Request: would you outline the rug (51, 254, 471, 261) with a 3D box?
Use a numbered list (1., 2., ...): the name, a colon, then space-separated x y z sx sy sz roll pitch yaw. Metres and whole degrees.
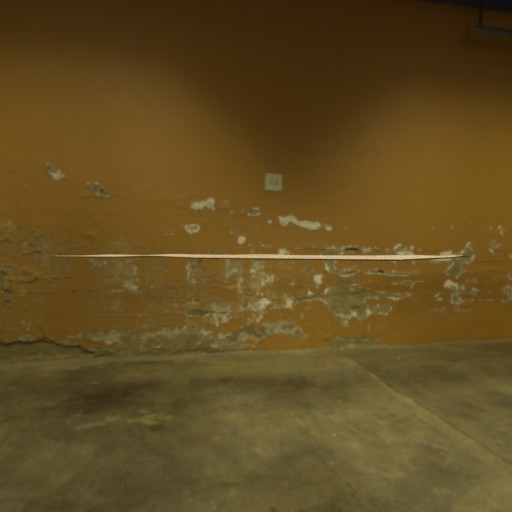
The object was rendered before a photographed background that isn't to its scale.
1. rug: 0.000 0.000 3.034 2.439 0.015 1.524 0 1 35
